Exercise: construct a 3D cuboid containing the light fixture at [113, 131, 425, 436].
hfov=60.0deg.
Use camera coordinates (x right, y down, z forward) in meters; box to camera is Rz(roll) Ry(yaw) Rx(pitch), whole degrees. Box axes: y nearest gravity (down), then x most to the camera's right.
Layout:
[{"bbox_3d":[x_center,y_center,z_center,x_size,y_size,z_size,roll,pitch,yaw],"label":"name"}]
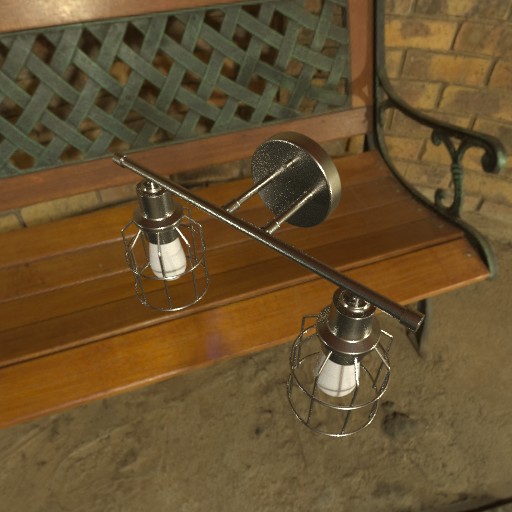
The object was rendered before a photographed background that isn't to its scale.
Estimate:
[{"bbox_3d":[0.000,0.000,0.534,0.406,0.254,0.165,30,53,26],"label":"light fixture"}]
